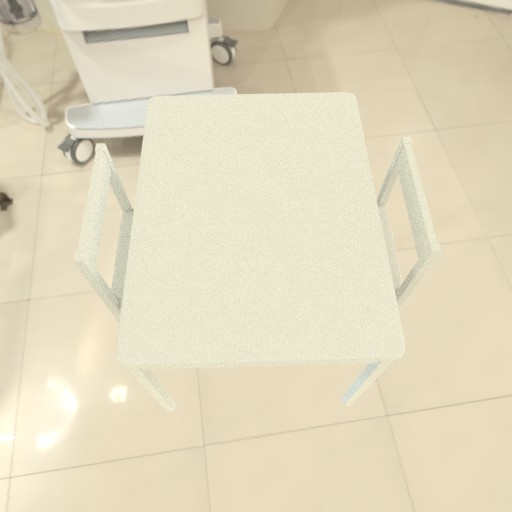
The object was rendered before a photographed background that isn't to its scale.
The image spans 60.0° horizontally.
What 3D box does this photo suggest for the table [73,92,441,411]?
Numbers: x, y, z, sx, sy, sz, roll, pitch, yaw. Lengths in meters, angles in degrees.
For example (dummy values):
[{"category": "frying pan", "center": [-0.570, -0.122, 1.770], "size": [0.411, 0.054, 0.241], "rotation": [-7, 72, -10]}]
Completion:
[{"category": "table", "center": [0.000, 0.000, 1.090], "size": [0.672, 0.503, 0.650], "rotation": [-1, 61, -1]}]
